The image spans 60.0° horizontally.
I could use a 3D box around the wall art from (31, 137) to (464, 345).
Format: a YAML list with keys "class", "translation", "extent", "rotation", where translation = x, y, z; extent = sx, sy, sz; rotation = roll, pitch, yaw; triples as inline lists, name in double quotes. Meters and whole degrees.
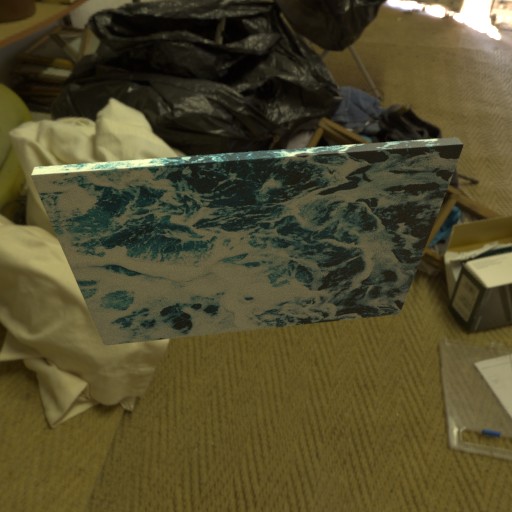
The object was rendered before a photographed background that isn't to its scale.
- class: "wall art"
  translation: [0.000, 0.000, 1.925]
  extent: [1.524, 1.017, 0.055]
  rotation: [-5, 46, -5]
